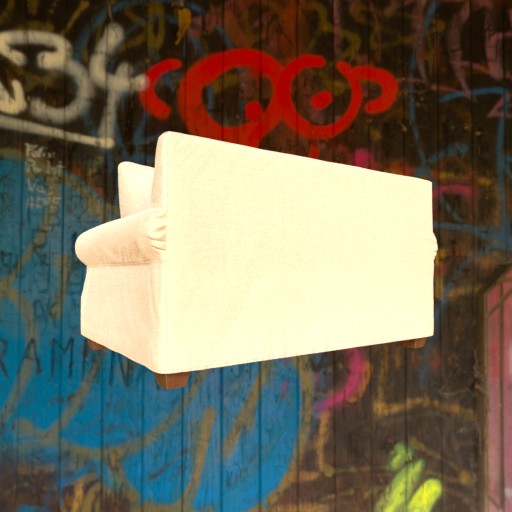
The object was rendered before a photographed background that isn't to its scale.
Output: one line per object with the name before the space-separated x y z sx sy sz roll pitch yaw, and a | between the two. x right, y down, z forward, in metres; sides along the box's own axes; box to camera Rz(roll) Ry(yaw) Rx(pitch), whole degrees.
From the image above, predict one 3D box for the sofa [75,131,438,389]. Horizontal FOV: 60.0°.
sofa | 0.000 0.000 2.208 1.550 0.905 1.070 1 -2 -35
